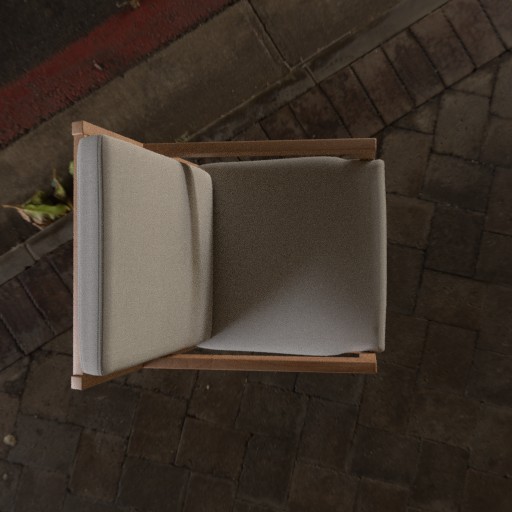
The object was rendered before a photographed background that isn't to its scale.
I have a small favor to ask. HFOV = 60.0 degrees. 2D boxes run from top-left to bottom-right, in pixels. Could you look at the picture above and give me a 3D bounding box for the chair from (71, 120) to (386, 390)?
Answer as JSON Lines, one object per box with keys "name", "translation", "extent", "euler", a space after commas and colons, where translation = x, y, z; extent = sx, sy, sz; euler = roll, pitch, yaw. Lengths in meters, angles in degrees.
{"name": "chair", "translation": [0.000, 0.000, 1.355], "extent": [0.857, 0.790, 0.622], "euler": [0, 90, 0]}
